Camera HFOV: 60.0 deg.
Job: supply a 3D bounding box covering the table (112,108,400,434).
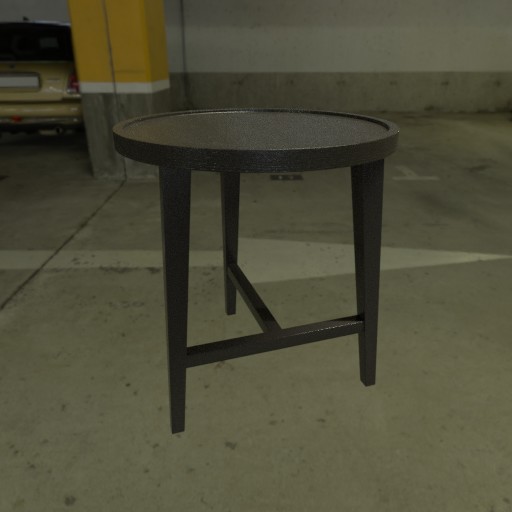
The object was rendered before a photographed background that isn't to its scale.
[{"bbox_3d":[0.000,0.000,0.914,0.500,0.531,0.500,0,24,0],"label":"table"}]
